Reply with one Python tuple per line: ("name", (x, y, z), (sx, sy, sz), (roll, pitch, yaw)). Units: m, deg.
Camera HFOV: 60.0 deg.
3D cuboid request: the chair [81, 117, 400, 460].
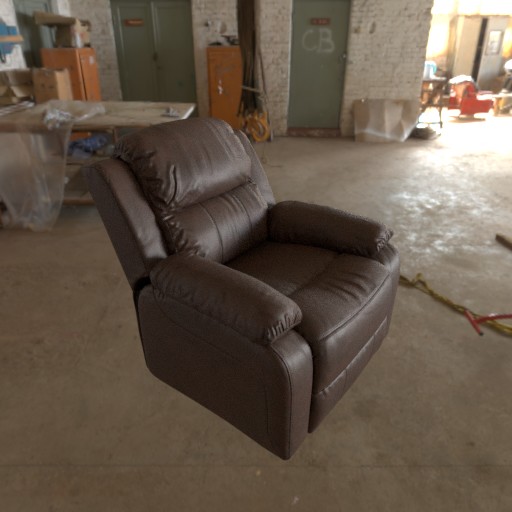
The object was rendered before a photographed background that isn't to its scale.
("chair", (0.000, 0.000, 1.281), (0.707, 0.702, 0.680), (18, 32, 32))
